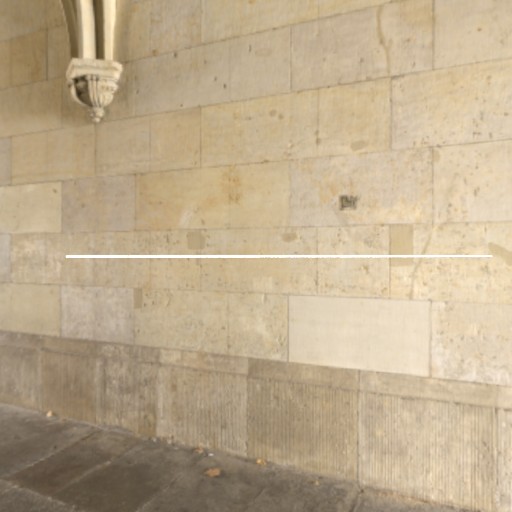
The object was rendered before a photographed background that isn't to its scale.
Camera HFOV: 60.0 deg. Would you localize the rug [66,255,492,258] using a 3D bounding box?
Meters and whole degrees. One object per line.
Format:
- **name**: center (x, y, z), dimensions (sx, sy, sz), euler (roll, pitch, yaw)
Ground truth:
- **rug**: center (0.000, 0.000, 4.110), dimensions (3.061, 0.014, 2.447), euler (0, 0, -18)
